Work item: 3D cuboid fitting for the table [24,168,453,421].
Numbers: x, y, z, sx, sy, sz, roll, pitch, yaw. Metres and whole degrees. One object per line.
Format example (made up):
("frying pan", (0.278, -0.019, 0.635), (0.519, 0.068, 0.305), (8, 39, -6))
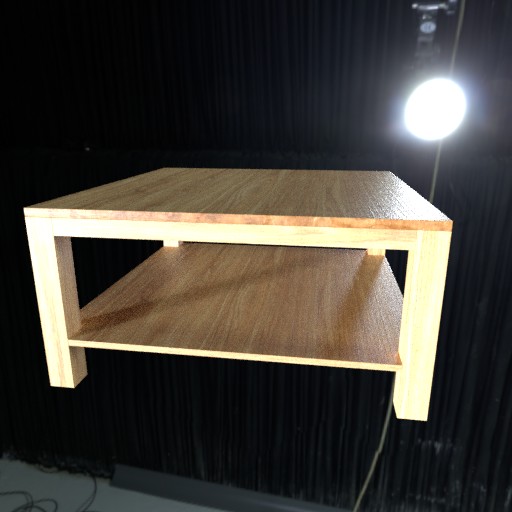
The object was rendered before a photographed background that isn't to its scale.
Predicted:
("table", (0.000, 0.000, 1.403), (0.900, 0.450, 0.900), (3, 17, 8))
